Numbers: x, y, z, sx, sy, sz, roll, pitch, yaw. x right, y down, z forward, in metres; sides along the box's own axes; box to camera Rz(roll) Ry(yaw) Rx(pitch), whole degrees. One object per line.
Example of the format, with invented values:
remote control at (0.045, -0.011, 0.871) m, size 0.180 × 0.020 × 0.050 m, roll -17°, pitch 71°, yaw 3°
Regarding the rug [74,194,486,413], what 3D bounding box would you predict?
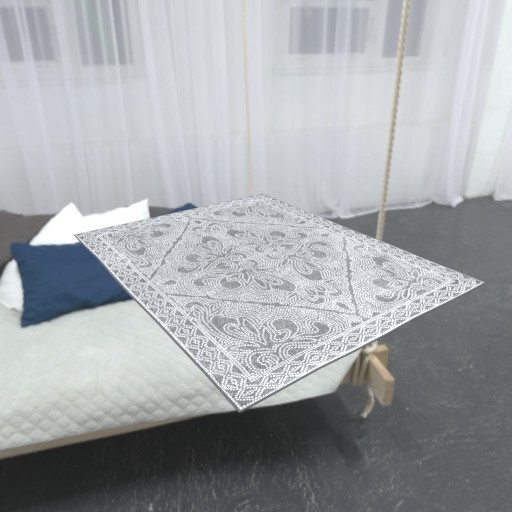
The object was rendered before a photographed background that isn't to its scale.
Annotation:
rug at (0.000, 0.000, 4.061) m, size 2.438 × 0.012 × 3.048 m, roll -17°, pitch 30°, yaw -32°
